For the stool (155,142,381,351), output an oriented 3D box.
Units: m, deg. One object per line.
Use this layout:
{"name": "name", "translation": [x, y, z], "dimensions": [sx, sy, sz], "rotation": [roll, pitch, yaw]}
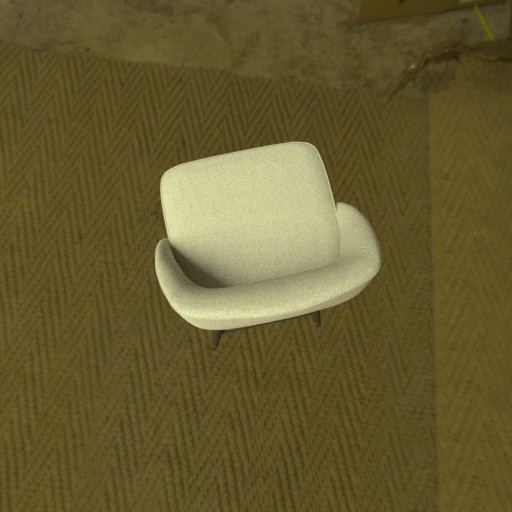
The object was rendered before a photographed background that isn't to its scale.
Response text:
{"name": "stool", "translation": [0.000, 0.000, 1.320], "dimensions": [0.494, 1.037, 0.509], "rotation": [-12, 75, -3]}
